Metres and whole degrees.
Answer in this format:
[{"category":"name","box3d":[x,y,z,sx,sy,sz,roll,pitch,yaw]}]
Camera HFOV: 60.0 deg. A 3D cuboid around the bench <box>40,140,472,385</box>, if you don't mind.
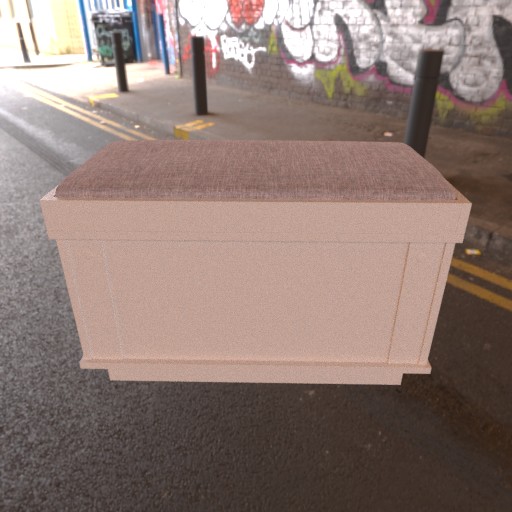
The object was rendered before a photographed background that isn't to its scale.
[{"category":"bench","box3d":[0.000,0.000,1.006,0.734,0.461,0.362,1,28,1]}]
